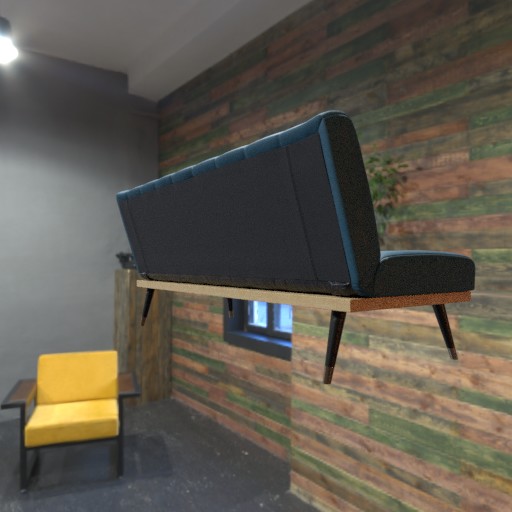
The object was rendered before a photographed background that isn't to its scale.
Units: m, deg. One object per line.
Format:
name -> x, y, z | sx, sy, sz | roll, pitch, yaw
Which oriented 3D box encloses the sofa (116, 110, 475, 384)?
sofa -> 0.000, 0.000, 2.202 | 0.830, 0.825, 1.810 | 1, -1, -35
